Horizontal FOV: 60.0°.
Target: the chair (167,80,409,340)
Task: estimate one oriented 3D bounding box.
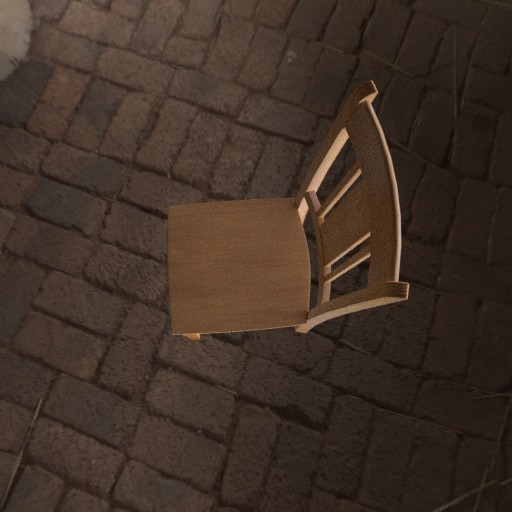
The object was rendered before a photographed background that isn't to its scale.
[{"bbox_3d":[0.000,0.000,1.324,0.556,0.998,0.450,-4,76,-1],"label":"chair"}]
